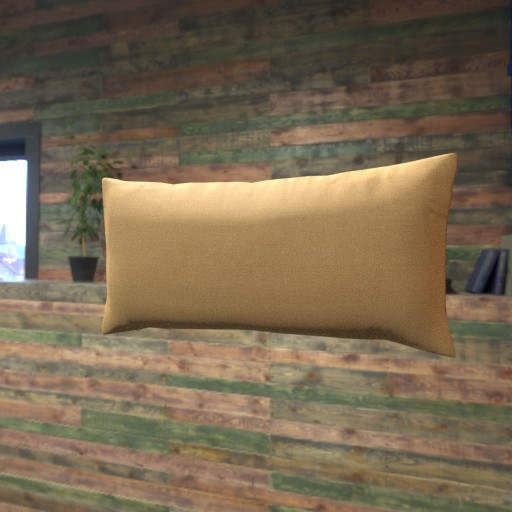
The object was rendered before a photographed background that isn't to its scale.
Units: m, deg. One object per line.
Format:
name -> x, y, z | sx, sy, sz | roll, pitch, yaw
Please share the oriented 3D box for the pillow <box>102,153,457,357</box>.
pillow -> 0.000, 0.000, 0.732 | 0.608, 0.291, 0.151 | 0, 0, 19
